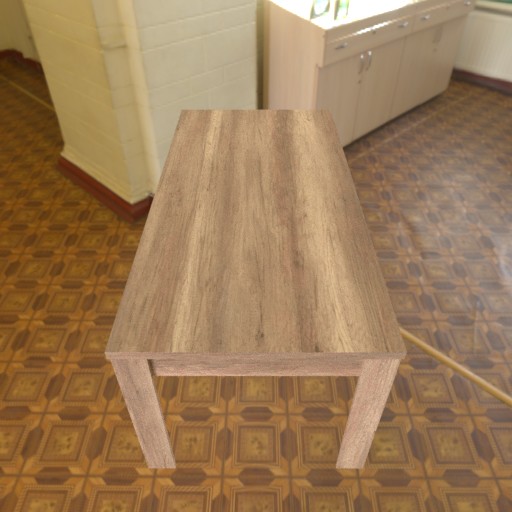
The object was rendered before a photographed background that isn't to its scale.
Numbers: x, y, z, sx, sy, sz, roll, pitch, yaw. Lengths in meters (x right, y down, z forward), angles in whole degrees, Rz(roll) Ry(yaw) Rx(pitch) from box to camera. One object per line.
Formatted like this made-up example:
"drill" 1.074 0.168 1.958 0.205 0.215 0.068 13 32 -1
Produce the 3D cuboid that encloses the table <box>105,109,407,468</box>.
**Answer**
"table" 0.000 0.000 2.258 0.900 0.790 1.800 0 41 0
